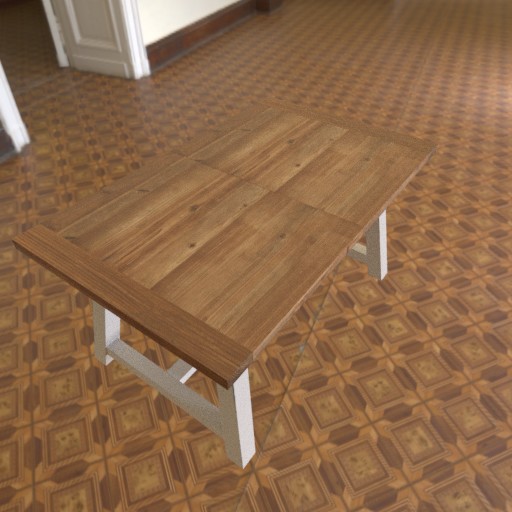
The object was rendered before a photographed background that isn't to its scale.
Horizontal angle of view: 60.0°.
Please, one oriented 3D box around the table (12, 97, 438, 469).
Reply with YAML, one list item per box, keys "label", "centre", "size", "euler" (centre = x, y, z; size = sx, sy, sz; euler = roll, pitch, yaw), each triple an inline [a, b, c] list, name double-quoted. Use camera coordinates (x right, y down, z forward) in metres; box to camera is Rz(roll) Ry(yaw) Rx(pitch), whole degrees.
- label: "table"
  centre: [0.000, 0.000, 1.975]
  size: [0.922, 0.743, 1.503]
  euler: [26, 47, 26]
